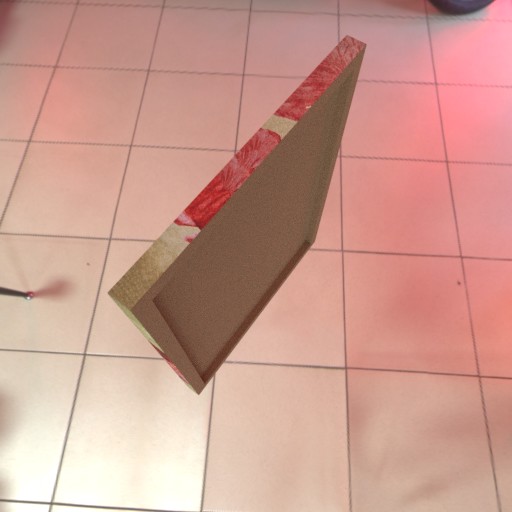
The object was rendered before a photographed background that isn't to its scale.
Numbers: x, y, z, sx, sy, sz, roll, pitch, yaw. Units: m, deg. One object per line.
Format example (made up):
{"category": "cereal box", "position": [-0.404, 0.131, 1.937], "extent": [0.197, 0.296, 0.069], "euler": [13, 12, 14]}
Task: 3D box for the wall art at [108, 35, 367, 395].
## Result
{"category": "wall art", "position": [0.000, 0.000, 0.685], "extent": [0.028, 0.508, 0.406], "euler": [33, 69, 15]}
